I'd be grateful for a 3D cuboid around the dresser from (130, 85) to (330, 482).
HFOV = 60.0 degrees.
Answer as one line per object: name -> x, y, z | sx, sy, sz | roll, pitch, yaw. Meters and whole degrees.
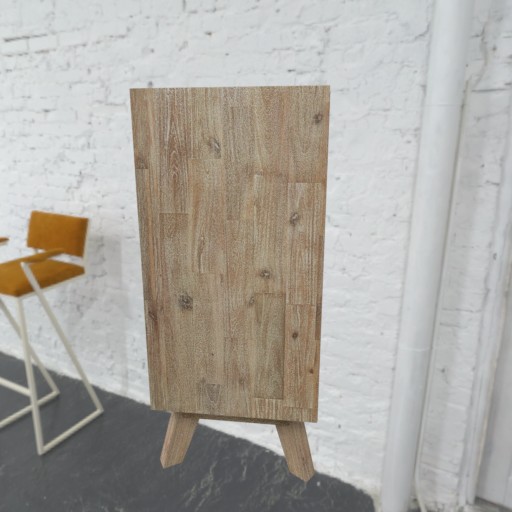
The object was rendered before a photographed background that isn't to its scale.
dresser -> 0.000, 0.000, 1.591 | 0.455, 1.029, 0.998 | 2, 14, 7
